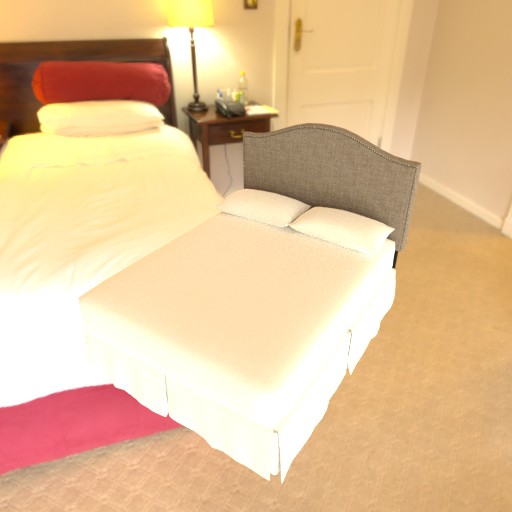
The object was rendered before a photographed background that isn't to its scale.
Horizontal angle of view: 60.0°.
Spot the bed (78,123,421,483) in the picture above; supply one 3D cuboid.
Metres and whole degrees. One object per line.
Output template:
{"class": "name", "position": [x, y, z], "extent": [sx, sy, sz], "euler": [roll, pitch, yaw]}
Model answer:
{"class": "bed", "position": [0.000, 0.000, 3.320], "extent": [1.713, 1.518, 2.153], "euler": [19, 35, 28]}
